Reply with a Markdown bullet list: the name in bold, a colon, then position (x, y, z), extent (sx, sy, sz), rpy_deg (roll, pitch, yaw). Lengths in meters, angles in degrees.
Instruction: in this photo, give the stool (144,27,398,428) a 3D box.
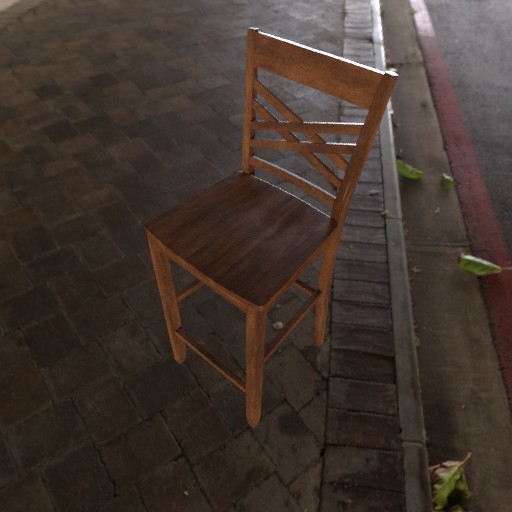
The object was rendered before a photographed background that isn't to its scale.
- **stool**: position (0.000, 0.000, 1.356), extent (0.433, 1.105, 0.487), rpy_deg (32, 54, 27)
